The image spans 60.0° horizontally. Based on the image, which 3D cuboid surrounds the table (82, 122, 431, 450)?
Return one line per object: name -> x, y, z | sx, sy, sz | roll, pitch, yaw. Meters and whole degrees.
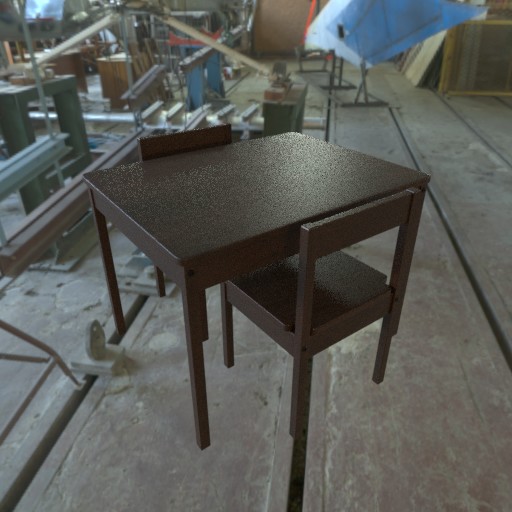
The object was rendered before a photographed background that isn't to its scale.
table -> 0.000, 0.000, 1.126 | 0.650, 0.503, 0.672 | -20, 36, -31
